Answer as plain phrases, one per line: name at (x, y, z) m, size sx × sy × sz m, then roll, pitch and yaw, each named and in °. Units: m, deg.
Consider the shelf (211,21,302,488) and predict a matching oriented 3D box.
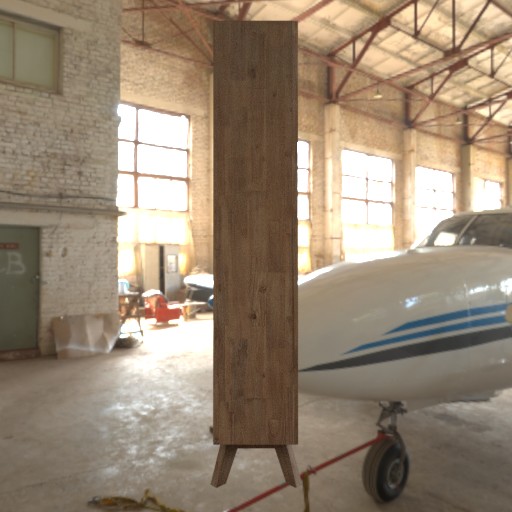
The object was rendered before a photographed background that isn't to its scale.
shelf at (0.000, 0.000, 1.507) m, size 0.267 × 1.342 × 0.491 m, roll 0°, pitch 0°, yaw 0°
